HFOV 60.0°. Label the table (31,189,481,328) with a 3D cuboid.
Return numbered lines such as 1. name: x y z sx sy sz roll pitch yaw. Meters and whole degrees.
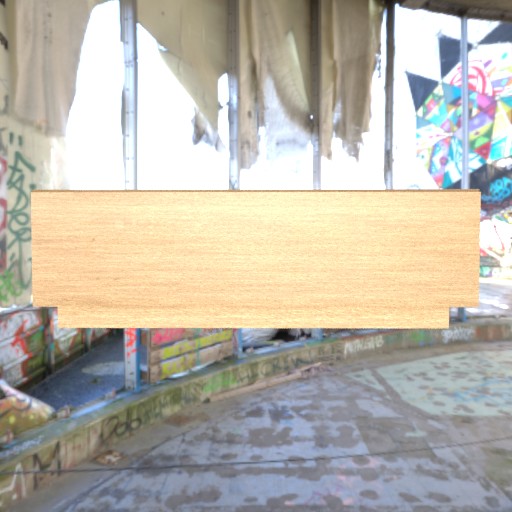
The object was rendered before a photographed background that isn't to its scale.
1. table: 0.000 0.000 1.438 1.110 0.353 0.678 0 2 0
